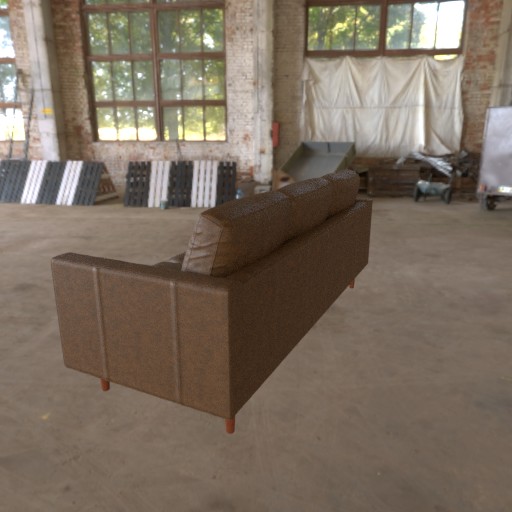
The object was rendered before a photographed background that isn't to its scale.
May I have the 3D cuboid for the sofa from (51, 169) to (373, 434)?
[{"bbox_3d":[0.000,0.000,2.707,0.903,0.930,2.231,8,18,25],"label":"sofa"}]
